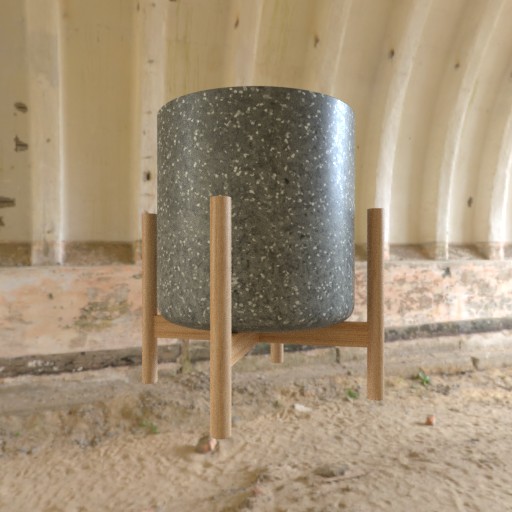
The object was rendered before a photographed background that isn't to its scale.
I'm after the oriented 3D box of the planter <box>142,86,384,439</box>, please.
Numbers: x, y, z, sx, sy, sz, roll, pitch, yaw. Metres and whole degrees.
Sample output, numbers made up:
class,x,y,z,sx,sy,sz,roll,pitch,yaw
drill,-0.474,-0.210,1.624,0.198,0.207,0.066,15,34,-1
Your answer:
class,x,y,z,sx,sy,sz,roll,pitch,yaw
planter,0.000,0.000,0.696,0.360,0.419,0.360,0,0,36
